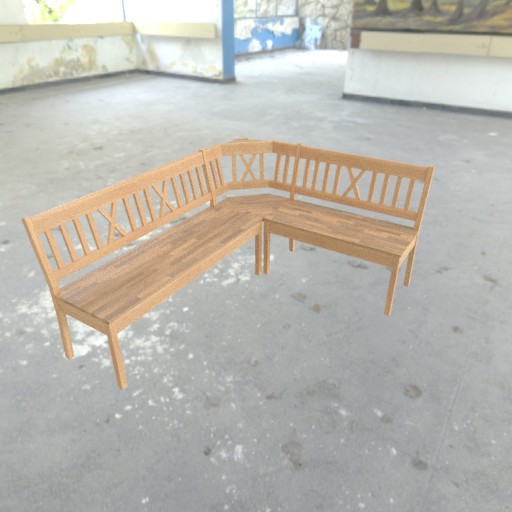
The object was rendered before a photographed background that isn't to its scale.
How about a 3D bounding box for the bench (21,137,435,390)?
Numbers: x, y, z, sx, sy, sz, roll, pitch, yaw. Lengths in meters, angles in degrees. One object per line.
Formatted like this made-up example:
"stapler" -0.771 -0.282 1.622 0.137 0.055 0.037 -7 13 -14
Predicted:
"bench" 0.000 0.000 2.774 1.537 0.902 1.937 18 34 28
